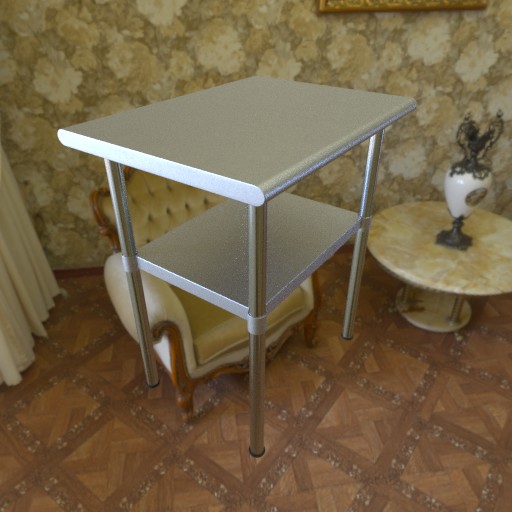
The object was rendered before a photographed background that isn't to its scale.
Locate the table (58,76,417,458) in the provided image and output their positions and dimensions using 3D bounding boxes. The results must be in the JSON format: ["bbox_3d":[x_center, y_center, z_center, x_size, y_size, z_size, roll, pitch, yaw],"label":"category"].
[{"bbox_3d":[0.000,0.000,1.370,0.584,0.876,0.762,21,38,29],"label":"table"}]
